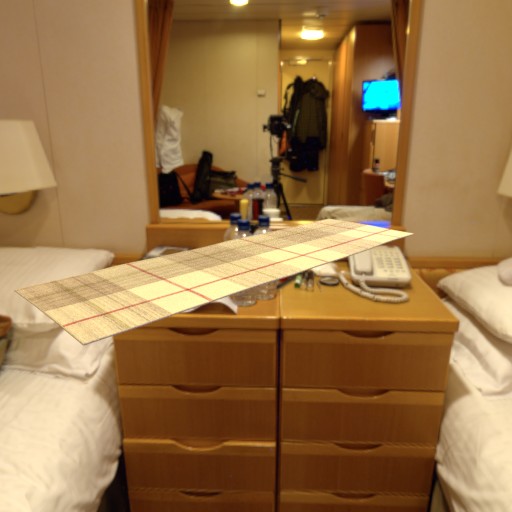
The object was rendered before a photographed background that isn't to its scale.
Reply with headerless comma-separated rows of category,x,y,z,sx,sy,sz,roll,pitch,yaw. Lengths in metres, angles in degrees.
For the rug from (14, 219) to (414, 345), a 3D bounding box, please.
rug,0.000,0.000,2.643,2.439,0.013,0.762,-15,22,-42
